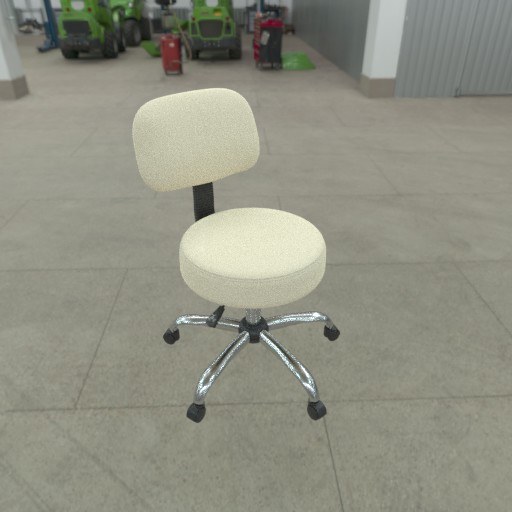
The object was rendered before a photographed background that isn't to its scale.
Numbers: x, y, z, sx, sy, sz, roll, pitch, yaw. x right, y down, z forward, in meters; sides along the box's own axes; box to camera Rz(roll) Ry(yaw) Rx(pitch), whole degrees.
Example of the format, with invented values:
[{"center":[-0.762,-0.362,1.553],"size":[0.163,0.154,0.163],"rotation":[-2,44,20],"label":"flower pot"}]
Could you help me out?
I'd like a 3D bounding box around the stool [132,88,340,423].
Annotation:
[{"center":[0.000,0.000,1.262],"size":[0.609,0.810,0.616],"rotation":[-22,38,-31],"label":"stool"}]
